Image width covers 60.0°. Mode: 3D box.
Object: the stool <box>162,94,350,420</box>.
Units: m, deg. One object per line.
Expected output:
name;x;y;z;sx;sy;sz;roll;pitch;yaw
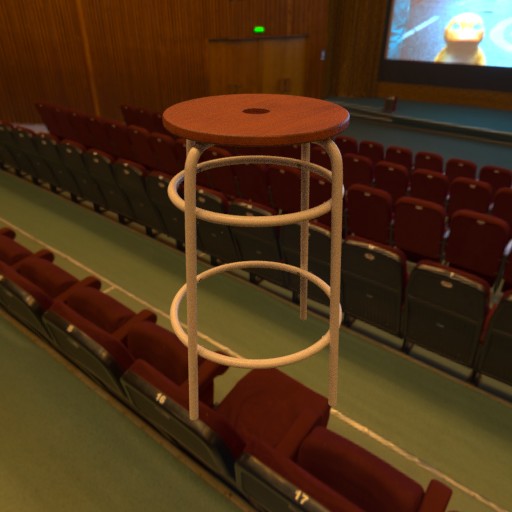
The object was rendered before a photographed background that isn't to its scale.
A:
stool;0.000;0.000;0.958;0.455;0.610;0.455;22;37;32
